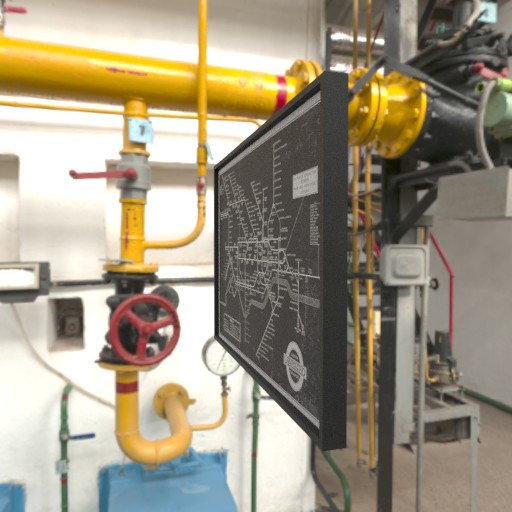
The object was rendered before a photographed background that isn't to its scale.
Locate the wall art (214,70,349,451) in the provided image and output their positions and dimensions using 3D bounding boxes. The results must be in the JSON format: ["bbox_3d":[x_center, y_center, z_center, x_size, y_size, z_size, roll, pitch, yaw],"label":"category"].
[{"bbox_3d":[0.000,0.000,0.565,0.021,0.301,0.443,0,2,-17],"label":"wall art"}]
